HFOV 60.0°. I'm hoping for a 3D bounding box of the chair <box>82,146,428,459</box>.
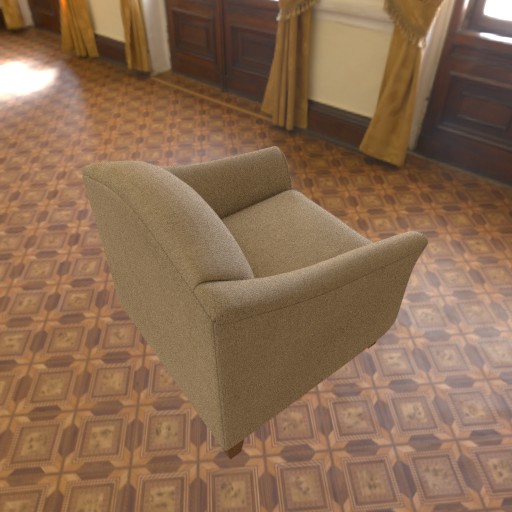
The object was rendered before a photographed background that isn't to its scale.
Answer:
[{"bbox_3d":[0.000,0.000,1.490,0.787,0.839,0.763,-27,48,-27],"label":"chair"}]
